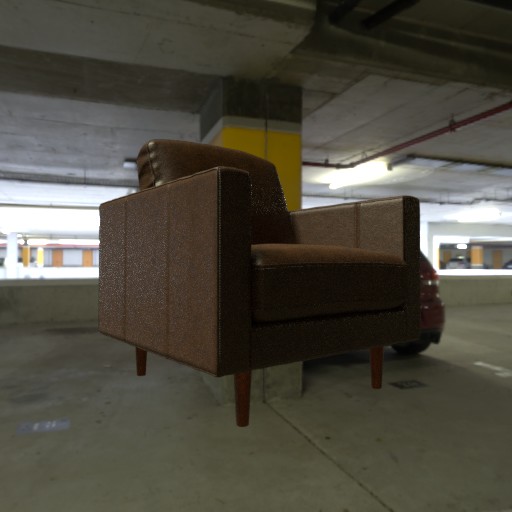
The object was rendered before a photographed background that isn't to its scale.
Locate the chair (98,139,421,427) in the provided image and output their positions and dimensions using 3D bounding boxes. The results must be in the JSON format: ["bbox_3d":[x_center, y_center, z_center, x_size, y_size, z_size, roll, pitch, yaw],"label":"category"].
[{"bbox_3d":[0.000,0.000,1.680,0.890,0.956,0.909,1,-1,-38],"label":"chair"}]
